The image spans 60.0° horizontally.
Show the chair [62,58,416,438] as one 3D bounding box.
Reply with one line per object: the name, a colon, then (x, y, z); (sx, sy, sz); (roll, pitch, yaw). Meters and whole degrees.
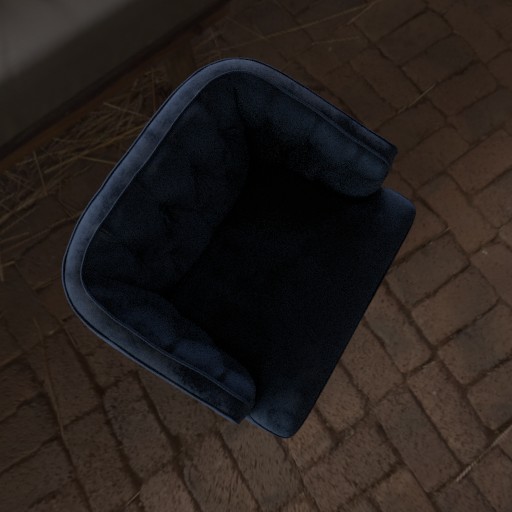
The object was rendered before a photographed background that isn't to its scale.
chair: (0.000, 0.000, 1.726); (0.940, 0.852, 1.094); (31, 77, 8)
